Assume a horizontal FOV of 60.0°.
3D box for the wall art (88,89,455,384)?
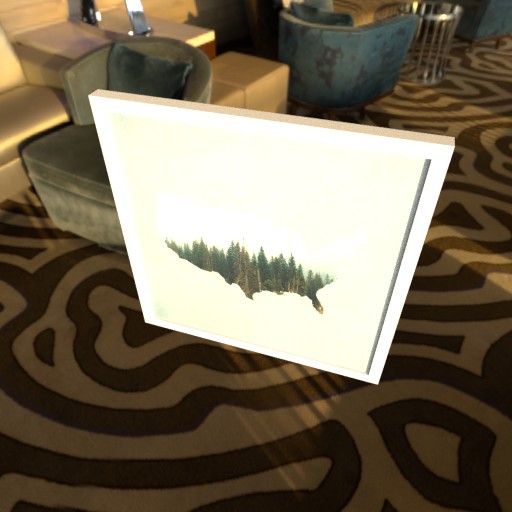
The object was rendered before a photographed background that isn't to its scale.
[{"bbox_3d":[0.000,0.000,1.148,0.762,0.762,0.038,12,43,13],"label":"wall art"}]
